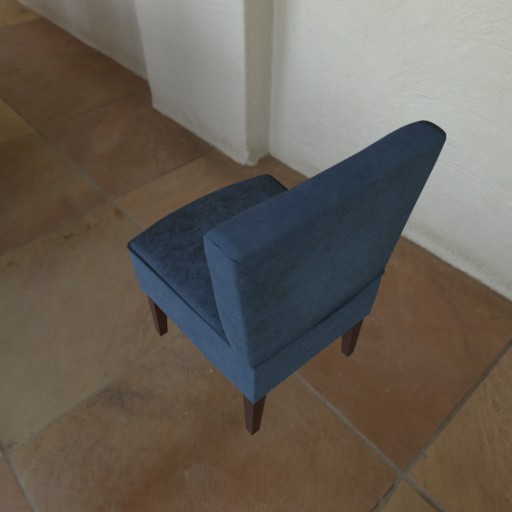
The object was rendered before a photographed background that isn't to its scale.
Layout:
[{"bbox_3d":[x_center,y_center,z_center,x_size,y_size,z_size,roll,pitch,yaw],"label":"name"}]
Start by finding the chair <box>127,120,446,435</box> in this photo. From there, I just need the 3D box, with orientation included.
[{"bbox_3d":[0.000,0.000,1.156,0.521,0.806,0.551,-31,54,-25],"label":"chair"}]
